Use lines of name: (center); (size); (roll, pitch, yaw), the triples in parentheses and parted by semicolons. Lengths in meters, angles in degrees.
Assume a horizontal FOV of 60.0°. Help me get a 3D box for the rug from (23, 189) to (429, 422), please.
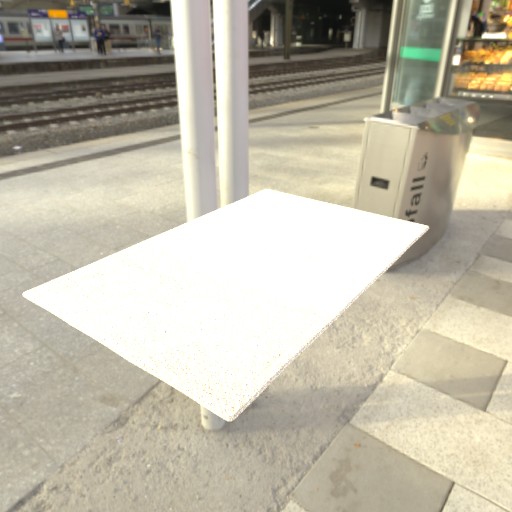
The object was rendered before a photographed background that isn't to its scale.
rug: (0.000, 0.000, 3.401); (1.778, 0.030, 2.743); (19, 32, 32)
